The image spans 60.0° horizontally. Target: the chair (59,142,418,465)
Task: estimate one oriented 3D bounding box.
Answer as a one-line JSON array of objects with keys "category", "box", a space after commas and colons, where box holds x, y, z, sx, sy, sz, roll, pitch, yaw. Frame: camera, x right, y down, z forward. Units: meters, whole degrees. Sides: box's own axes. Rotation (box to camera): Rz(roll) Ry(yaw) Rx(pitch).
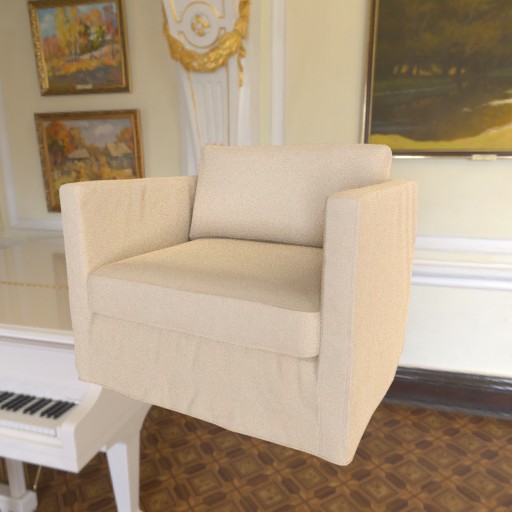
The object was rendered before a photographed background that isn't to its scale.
[{"category": "chair", "box": [0.000, 0.000, 1.701, 1.057, 0.851, 0.947, 7, 14, 27]}]
